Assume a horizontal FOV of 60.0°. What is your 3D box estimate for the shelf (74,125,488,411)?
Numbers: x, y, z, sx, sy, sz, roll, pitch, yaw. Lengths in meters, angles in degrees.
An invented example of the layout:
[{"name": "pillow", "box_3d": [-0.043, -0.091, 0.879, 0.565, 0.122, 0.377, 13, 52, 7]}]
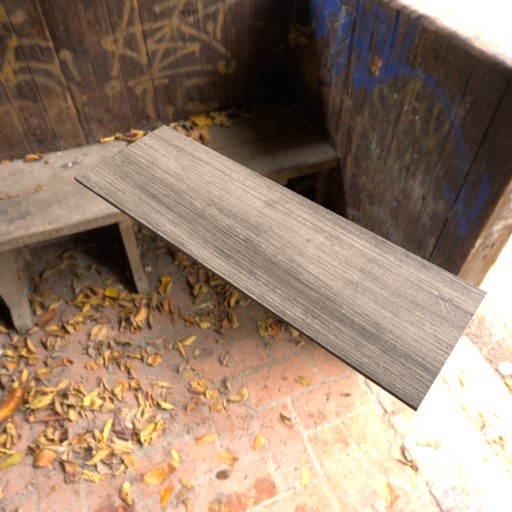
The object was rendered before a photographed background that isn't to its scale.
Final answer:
[{"name": "shelf", "box_3d": [0.000, 0.000, 0.695, 0.610, 0.125, 0.200, 32, 56, 25]}]
